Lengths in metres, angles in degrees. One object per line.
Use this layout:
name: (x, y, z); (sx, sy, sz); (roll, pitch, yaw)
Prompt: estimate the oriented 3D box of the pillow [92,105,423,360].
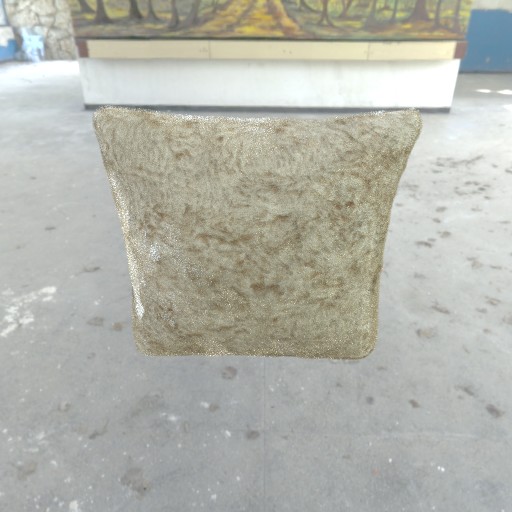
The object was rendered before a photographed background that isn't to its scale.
pillow: (0.000, 0.000, 0.817); (0.538, 0.525, 0.216); (1, 29, 2)
